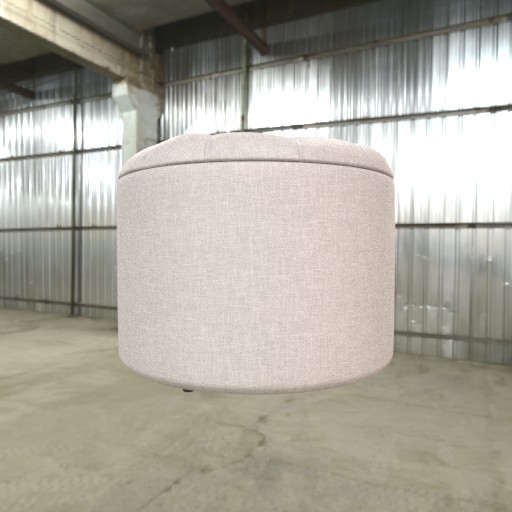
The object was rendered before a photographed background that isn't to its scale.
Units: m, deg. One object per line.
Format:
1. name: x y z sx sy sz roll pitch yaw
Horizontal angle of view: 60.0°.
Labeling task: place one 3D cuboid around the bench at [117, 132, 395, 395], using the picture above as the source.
1. bench: 0.000 0.000 1.003 0.600 0.453 0.600 0 1 0
